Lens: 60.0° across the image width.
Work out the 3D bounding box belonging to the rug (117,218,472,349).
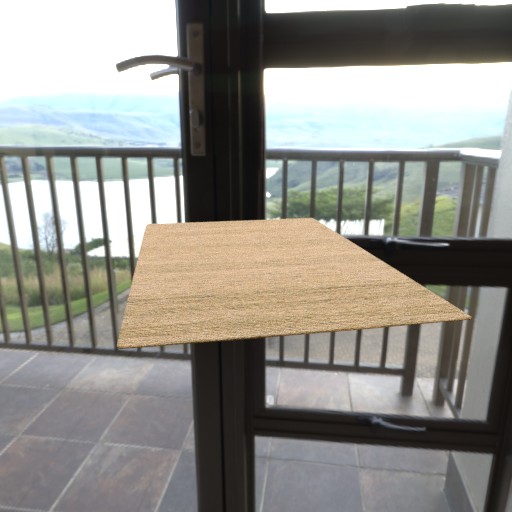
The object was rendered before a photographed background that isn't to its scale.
[{"bbox_3d":[0.000,0.000,2.192,1.143,0.010,1.758,-3,16,-10],"label":"rug"}]
